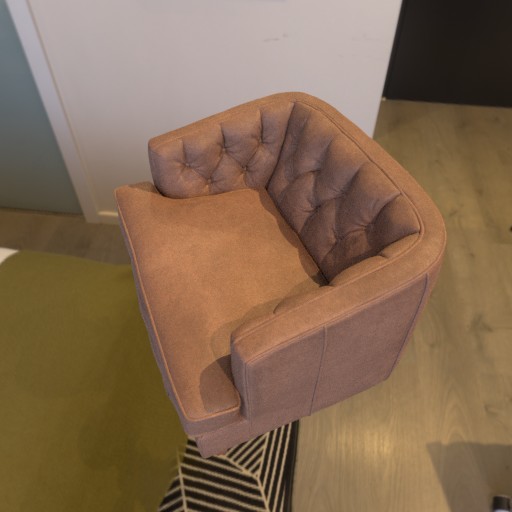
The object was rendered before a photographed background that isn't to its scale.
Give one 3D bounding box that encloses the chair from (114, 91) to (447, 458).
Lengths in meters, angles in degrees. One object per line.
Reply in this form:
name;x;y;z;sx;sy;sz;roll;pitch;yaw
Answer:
chair;0.000;0.000;1.668;0.914;0.787;1.118;-16;48;-15
